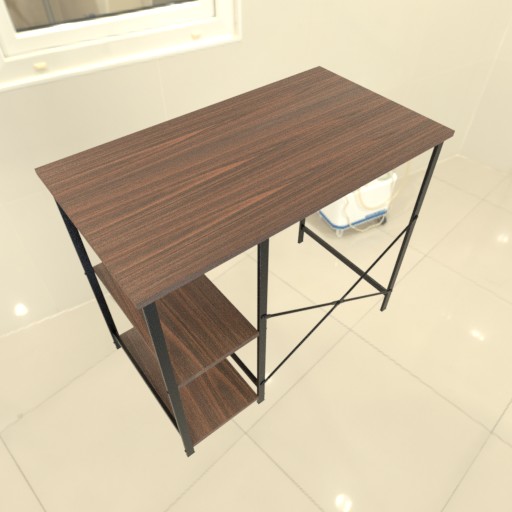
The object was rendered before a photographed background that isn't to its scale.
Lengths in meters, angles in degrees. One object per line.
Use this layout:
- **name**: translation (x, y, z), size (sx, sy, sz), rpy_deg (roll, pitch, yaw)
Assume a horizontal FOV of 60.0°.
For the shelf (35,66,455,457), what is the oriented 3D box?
- **shelf**: translation (0.000, 0.000, 1.343), size (0.902, 0.750, 0.498), rpy_deg (-30, 53, -25)
